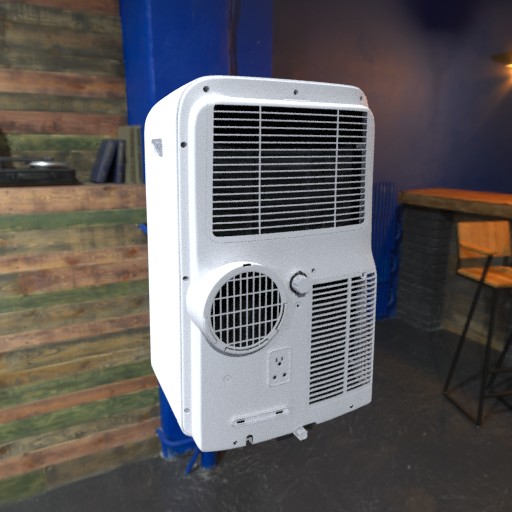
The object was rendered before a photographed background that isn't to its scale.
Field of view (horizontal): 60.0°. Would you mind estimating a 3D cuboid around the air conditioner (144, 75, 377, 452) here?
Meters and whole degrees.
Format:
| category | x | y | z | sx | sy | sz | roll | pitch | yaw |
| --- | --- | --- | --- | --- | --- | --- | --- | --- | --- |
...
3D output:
| category | x | y | z | sx | sy | sz | roll | pitch | yaw |
| --- | --- | --- | --- | --- | --- | --- | --- | --- | --- |
| air conditioner | 0.000 | 0.000 | 1.082 | 0.478 | 0.765 | 0.467 | -7 | 15 | -26 |
